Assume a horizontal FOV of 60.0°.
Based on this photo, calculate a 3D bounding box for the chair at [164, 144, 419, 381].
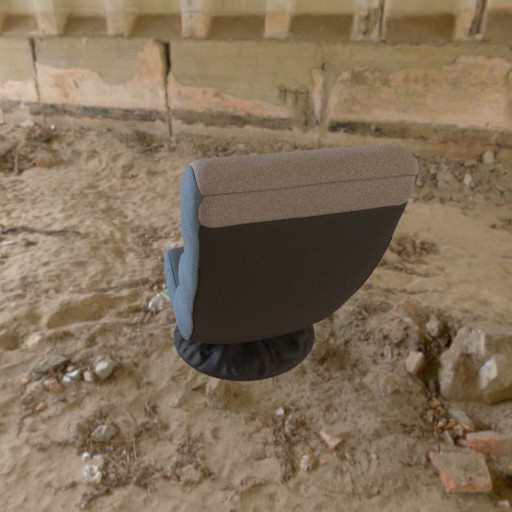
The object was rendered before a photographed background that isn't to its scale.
[{"bbox_3d":[0.000,0.000,1.090,0.420,0.641,0.661,-8,28,-15],"label":"chair"}]
